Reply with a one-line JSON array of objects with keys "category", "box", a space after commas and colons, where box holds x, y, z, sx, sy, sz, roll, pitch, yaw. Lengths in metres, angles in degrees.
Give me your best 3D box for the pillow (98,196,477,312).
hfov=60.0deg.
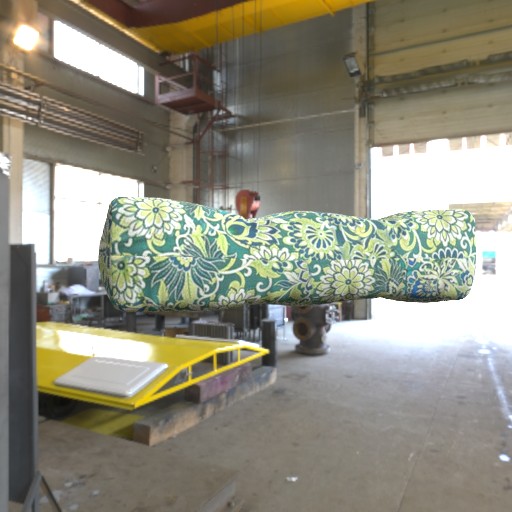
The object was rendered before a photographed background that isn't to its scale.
[{"category": "pillow", "box": [0.000, 0.000, 0.723, 0.468, 0.128, 0.490, 0, 0, -17]}]
